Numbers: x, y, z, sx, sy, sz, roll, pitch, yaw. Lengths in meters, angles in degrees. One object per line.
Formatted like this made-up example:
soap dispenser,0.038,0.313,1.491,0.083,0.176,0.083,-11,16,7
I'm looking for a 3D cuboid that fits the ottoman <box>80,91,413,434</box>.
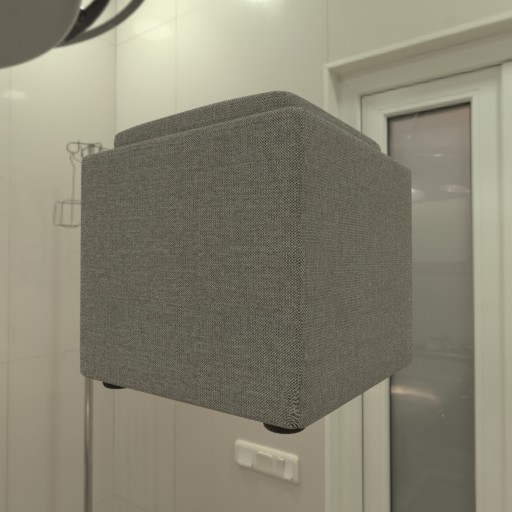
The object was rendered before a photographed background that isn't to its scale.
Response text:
ottoman,0.000,0.000,0.825,0.450,0.460,0.450,-1,-1,36
